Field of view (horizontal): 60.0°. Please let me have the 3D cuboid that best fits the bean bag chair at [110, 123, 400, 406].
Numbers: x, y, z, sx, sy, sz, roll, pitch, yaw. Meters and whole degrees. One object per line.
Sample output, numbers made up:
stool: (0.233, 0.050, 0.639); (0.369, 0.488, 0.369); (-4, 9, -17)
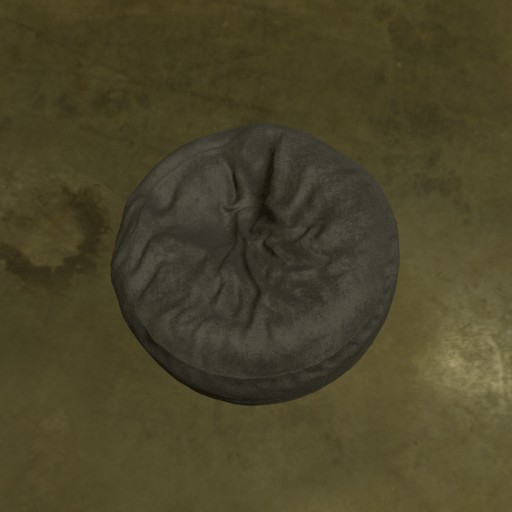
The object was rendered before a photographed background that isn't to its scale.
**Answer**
bean bag chair: (0.000, 0.000, 2.398); (1.525, 0.751, 1.525); (0, 76, 0)
